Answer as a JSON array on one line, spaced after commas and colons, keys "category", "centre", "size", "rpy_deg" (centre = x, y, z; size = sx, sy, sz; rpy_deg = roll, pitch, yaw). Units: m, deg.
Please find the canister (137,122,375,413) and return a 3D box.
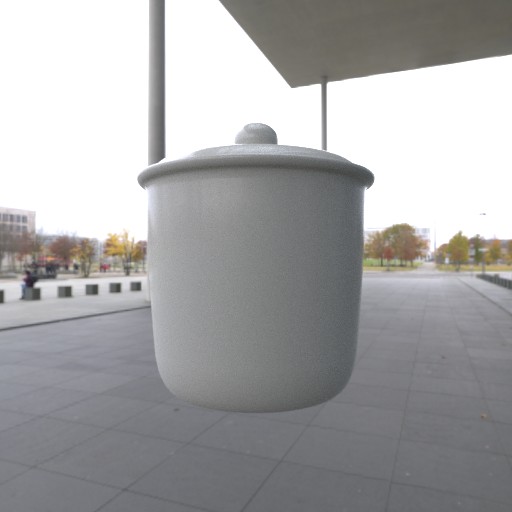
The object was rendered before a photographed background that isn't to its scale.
[{"category": "canister", "centre": [0.000, 0.000, 0.349], "size": [0.182, 0.208, 0.182], "rpy_deg": [0, -1, 0]}]
